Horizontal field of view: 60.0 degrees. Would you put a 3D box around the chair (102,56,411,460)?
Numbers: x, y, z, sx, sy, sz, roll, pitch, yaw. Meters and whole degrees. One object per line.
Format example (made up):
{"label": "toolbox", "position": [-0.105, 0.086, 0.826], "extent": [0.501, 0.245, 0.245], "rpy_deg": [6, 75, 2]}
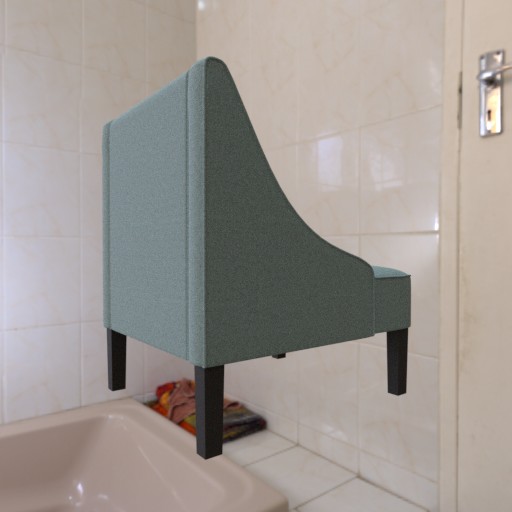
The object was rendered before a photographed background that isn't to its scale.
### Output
{"label": "chair", "position": [0.000, 0.000, 1.859], "extent": [1.025, 1.133, 0.857], "rpy_deg": [-1, 1, -37]}
